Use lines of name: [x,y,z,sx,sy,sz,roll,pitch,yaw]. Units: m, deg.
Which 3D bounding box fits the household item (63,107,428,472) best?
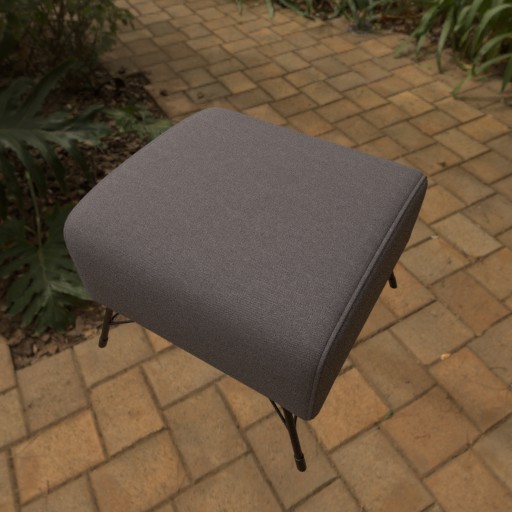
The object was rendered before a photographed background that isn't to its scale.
household item: [0.000,0.000,0.923,0.530,0.410,0.530,24,51,21]
